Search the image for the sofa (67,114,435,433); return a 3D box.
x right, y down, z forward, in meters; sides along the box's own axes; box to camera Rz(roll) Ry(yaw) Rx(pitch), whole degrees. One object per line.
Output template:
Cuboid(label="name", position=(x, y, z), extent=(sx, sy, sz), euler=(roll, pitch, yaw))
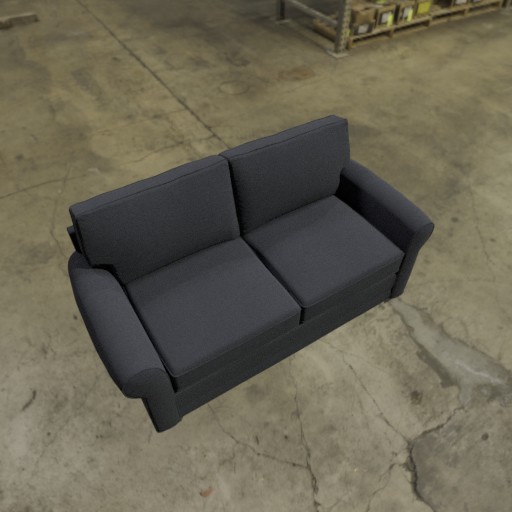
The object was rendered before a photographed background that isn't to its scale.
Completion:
Cuboid(label="sofa", position=(0.000, 0.000, 2.616), extent=(2.009, 1.031, 0.951), euler=(-25, 51, -22))
